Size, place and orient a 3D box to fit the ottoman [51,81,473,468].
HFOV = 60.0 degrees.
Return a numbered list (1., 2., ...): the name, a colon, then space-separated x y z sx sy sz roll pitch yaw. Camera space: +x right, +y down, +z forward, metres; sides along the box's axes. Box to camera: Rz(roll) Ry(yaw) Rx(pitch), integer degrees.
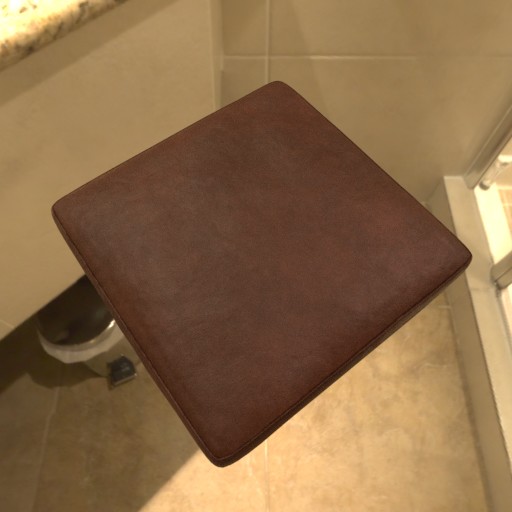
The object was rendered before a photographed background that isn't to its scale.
1. ottoman: 0.000 0.000 1.304 0.844 0.415 0.836 -34 68 -16
